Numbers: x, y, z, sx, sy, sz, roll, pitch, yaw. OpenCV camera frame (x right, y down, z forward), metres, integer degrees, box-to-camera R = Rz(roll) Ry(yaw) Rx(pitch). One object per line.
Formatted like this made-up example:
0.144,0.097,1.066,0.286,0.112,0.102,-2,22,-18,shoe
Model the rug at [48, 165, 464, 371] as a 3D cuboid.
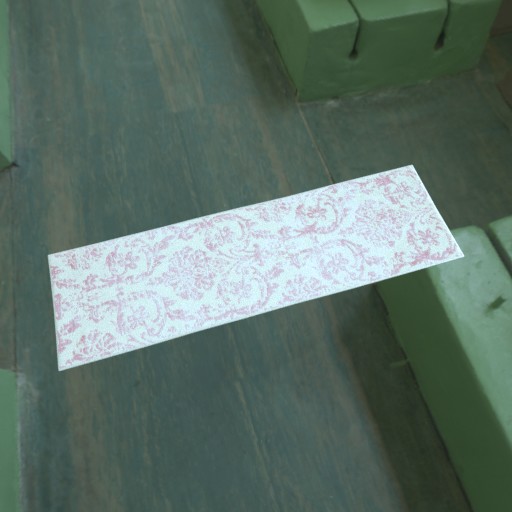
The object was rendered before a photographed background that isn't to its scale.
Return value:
0.000,0.000,2.435,2.196,0.011,0.662,-15,64,-7,rug
